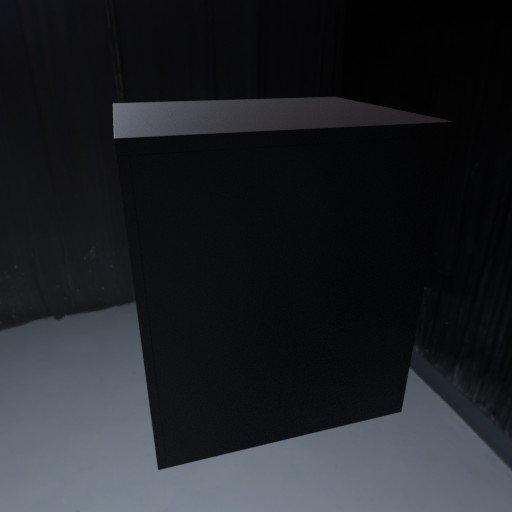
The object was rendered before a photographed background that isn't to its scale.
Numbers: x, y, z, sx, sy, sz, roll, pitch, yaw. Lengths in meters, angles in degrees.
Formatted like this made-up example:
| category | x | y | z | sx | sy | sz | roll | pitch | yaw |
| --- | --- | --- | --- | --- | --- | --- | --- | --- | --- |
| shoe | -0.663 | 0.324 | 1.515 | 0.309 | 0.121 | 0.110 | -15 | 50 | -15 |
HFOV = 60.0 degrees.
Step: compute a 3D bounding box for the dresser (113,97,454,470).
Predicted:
| category | x | y | z | sx | sy | sz | roll | pitch | yaw |
| --- | --- | --- | --- | --- | --- | --- | --- | --- | --- |
| dresser | 0.000 | 0.000 | 0.747 | 0.400 | 0.470 | 0.360 | -7 | 26 | -15 |
